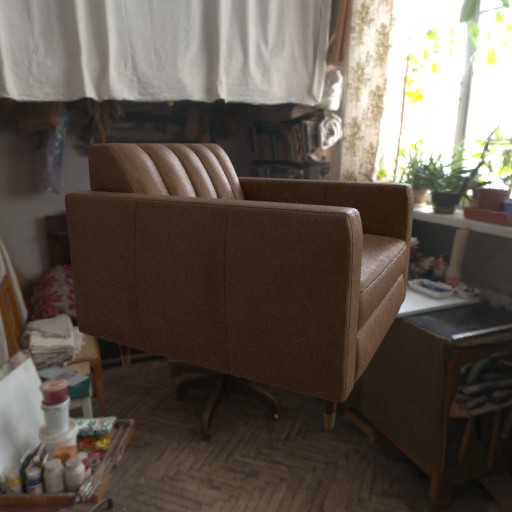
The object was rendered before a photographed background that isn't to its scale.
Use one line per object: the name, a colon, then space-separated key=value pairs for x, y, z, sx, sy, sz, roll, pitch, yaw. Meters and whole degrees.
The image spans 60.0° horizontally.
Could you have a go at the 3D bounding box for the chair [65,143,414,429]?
chair: x=0.000 y=0.000 z=1.664 sx=0.998 sy=0.819 sz=0.953 roll=7 pitch=16 yaw=27
